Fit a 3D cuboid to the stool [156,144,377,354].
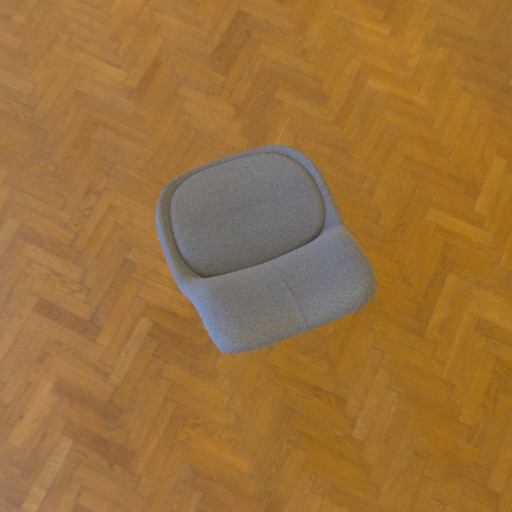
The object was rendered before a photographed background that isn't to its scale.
[{"bbox_3d":[0.000,0.000,1.381,0.485,1.115,0.550,-20,78,-4],"label":"stool"}]
